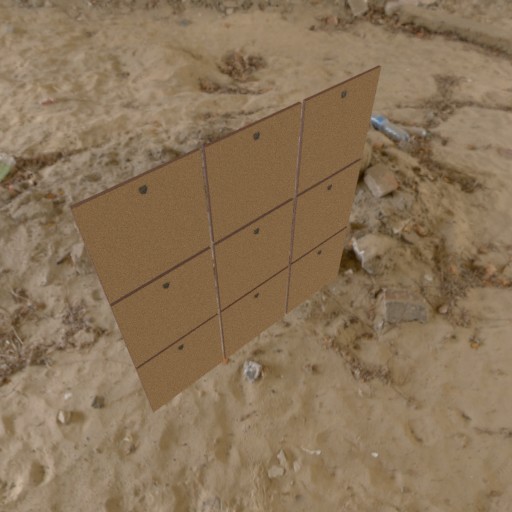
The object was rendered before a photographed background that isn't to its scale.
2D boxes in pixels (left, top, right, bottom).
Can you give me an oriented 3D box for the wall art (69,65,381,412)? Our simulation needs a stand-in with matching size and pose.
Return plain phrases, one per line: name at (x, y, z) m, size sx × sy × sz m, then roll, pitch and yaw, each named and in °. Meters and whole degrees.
wall art at (0.000, 0.000, 1.824) m, size 1.221 × 1.218 × 0.019 m, roll -32°, pitch 55°, yaw -26°
